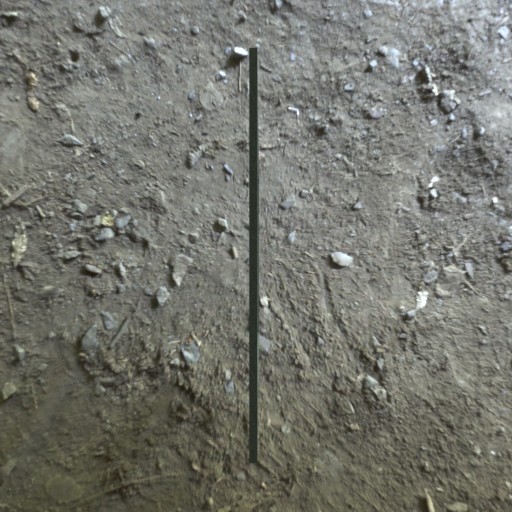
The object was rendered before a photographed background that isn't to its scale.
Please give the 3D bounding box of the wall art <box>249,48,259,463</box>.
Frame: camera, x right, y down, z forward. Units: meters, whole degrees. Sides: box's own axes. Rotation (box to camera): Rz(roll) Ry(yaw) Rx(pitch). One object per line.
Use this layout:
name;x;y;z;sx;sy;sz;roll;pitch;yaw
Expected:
wall art;0.000;0.000;1.423;0.016;1.116;0.810;0;90;1
